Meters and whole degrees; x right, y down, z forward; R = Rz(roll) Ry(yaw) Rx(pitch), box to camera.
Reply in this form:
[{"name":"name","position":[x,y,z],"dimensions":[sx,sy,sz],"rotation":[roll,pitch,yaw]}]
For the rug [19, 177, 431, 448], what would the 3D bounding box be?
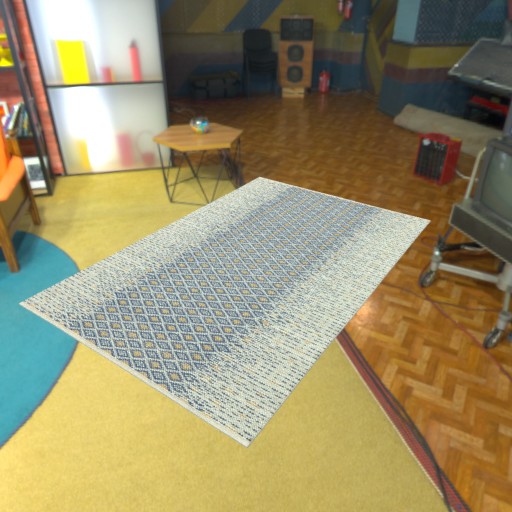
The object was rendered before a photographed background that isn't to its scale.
[{"name":"rug","position":[0.000,0.000,2.253],"dimensions":[1.219,0.005,1.828],"rotation":[20,36,29]}]
